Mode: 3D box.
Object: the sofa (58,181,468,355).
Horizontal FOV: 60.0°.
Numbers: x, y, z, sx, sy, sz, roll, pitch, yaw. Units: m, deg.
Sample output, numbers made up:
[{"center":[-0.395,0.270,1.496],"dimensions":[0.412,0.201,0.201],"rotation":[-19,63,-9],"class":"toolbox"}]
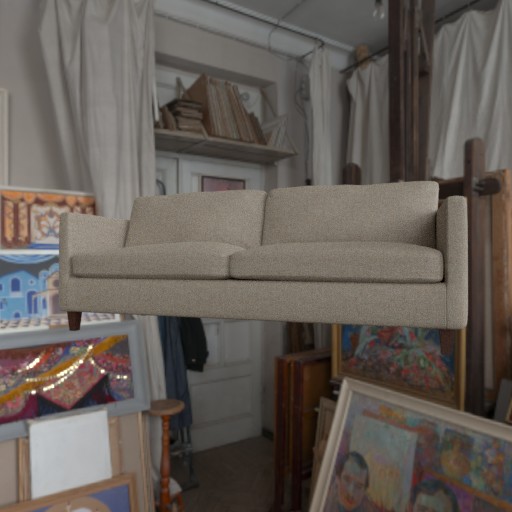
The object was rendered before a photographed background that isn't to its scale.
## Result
[{"center":[0.000,0.000,2.905],"dimensions":[2.434,0.965,0.951],"rotation":[0,0,19],"class":"sofa"}]
